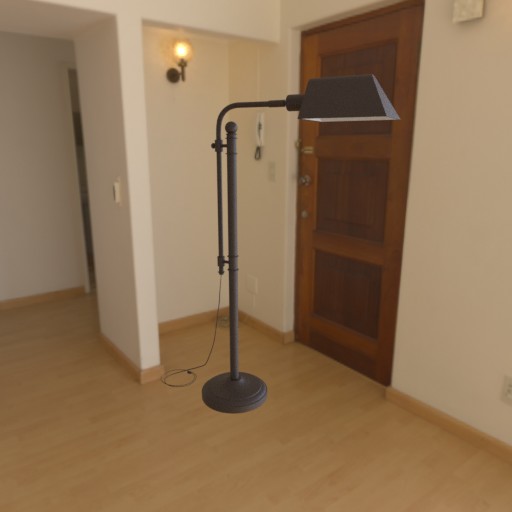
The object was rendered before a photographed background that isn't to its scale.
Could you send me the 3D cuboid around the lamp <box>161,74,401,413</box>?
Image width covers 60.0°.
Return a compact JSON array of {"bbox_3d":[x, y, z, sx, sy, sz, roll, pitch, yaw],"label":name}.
[{"bbox_3d":[0.000,0.000,0.964,0.545,0.708,0.159,7,16,27],"label":"lamp"}]
